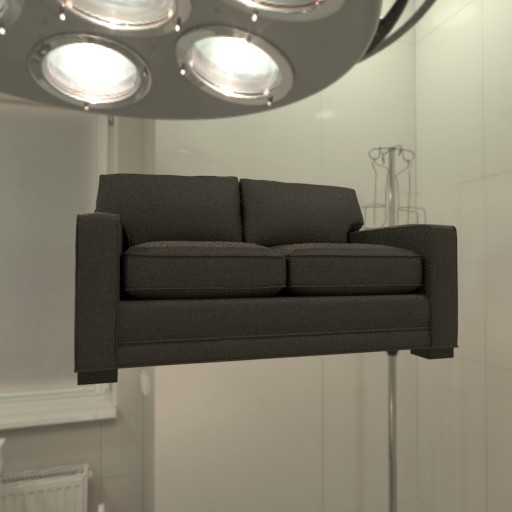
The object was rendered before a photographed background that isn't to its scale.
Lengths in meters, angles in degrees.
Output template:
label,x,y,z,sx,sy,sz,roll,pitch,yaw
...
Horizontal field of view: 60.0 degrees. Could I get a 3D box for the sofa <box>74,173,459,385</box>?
label,x,y,z,sx,sy,sz,roll,pitch,yaw
sofa,0.000,0.000,2.132,1.534,0.887,0.974,0,-1,-17
